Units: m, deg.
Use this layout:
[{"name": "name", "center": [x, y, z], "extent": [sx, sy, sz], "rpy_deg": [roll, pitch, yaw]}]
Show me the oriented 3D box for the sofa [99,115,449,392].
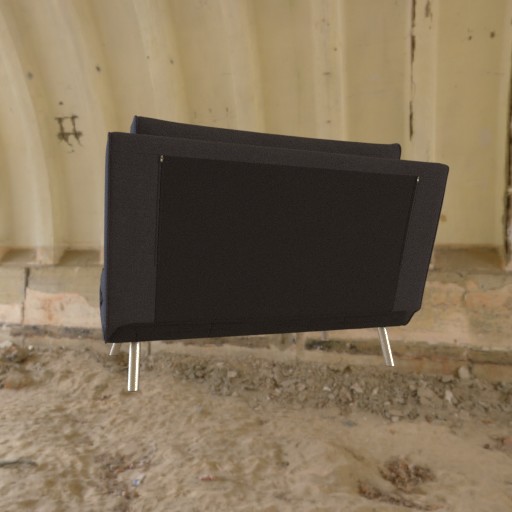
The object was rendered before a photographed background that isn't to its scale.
[{"name": "sofa", "center": [0.000, 0.000, 1.849], "extent": [1.220, 0.910, 0.910], "rpy_deg": [0, -1, -20]}]
